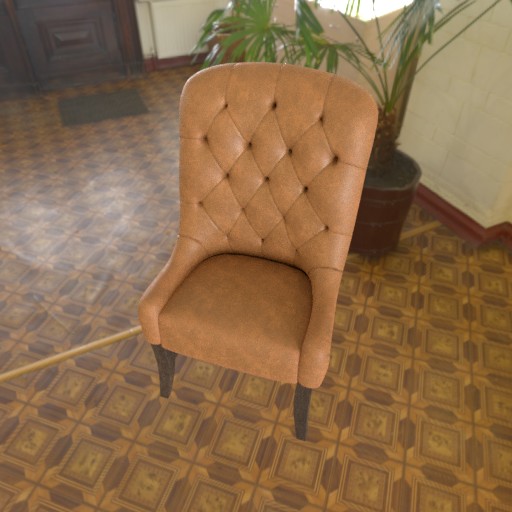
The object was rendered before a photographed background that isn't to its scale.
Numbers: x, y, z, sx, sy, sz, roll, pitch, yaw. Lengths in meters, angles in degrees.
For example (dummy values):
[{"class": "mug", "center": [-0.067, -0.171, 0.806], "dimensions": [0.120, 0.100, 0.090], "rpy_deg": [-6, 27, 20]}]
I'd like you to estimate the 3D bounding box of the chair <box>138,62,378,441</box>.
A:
[{"class": "chair", "center": [0.000, 0.000, 1.511], "dimensions": [0.634, 1.091, 0.629], "rpy_deg": [12, 43, 14]}]
